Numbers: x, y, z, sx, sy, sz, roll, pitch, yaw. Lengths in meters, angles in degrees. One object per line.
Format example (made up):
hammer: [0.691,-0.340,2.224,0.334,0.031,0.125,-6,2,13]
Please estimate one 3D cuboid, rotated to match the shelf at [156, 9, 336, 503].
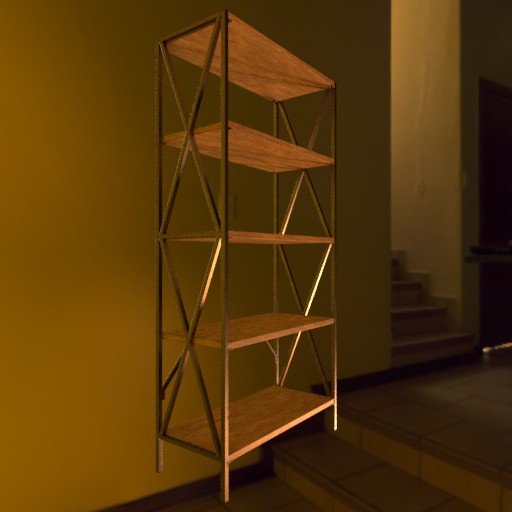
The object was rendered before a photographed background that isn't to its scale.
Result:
shelf: [0.000,0.000,2.080,0.386,1.803,0.874,0,0,38]
